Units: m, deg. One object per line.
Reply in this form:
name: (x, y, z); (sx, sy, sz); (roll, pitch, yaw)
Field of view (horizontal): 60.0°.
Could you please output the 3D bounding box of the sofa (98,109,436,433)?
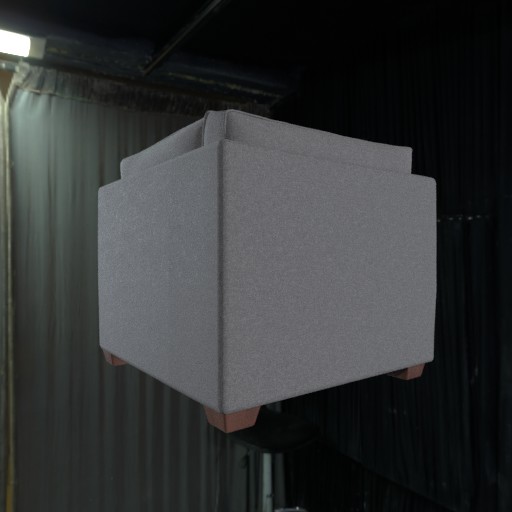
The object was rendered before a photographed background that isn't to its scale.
sofa: (0.000, 0.000, 1.983); (1.084, 1.002, 1.146); (0, 0, -37)
